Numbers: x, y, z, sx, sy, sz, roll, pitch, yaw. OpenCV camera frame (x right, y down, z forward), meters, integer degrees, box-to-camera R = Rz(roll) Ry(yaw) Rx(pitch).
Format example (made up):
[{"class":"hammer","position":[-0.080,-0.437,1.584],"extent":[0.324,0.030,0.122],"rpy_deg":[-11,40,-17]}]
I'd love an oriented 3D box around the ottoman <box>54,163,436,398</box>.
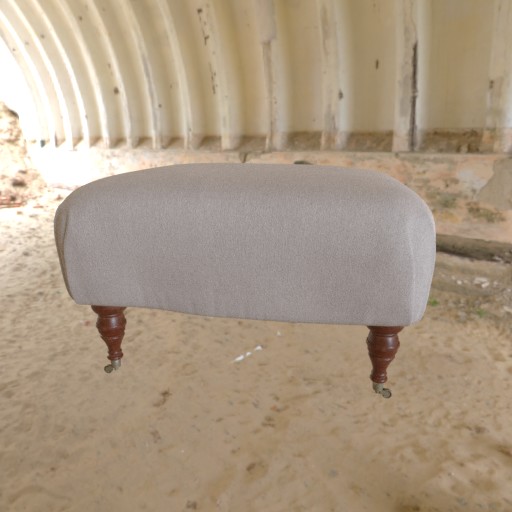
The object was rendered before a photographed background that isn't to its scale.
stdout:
[{"class":"ottoman","position":[0.000,0.000,1.105],"extent":[0.746,0.450,0.622],"rpy_deg":[2,15,9]}]
